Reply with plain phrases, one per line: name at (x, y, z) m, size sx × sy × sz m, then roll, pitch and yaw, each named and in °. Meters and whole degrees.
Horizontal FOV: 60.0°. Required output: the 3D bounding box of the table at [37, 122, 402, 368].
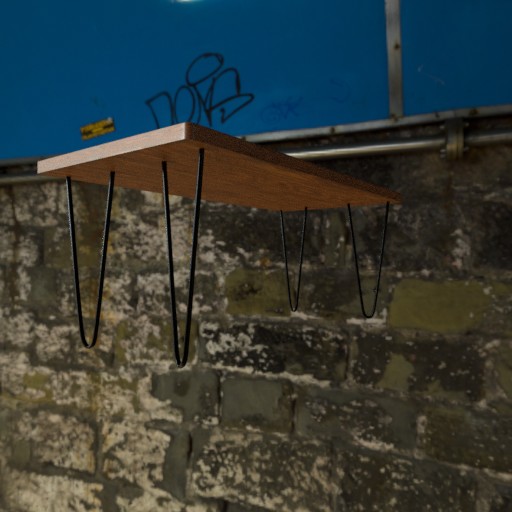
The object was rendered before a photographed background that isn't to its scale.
table at (0.000, 0.000, 2.235) m, size 0.883 × 0.753 × 1.791 m, roll 0°, pitch -1°, yaw 37°
